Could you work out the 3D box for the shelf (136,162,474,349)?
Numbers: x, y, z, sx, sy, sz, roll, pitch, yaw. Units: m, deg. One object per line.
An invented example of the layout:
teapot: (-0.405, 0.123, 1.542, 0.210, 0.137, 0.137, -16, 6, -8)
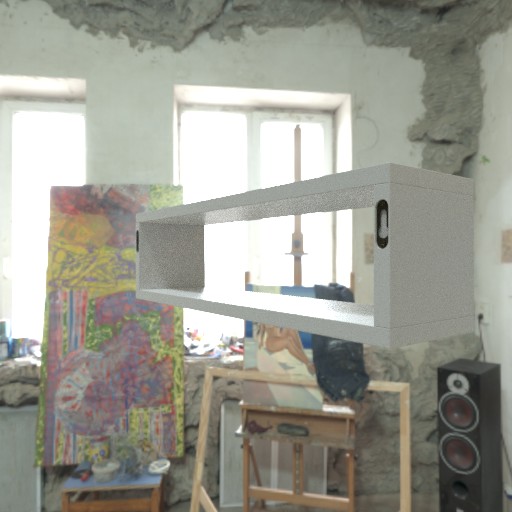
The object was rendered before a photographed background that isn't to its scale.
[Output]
shelf: (0.000, 0.000, 0.692, 0.150, 0.170, 0.610, 0, 0, -37)
